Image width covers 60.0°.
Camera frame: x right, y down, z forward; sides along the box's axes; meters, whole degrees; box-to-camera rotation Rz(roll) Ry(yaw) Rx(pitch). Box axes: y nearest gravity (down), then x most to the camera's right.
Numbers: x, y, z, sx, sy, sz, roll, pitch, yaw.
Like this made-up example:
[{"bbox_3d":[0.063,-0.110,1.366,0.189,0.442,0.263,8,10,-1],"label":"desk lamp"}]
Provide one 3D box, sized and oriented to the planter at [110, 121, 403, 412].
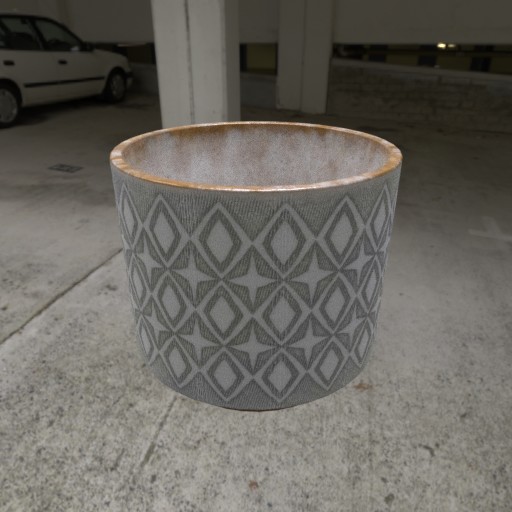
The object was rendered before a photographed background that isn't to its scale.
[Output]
[{"bbox_3d":[0.000,0.000,0.450,0.255,0.223,0.255,0,27,0],"label":"planter"}]
